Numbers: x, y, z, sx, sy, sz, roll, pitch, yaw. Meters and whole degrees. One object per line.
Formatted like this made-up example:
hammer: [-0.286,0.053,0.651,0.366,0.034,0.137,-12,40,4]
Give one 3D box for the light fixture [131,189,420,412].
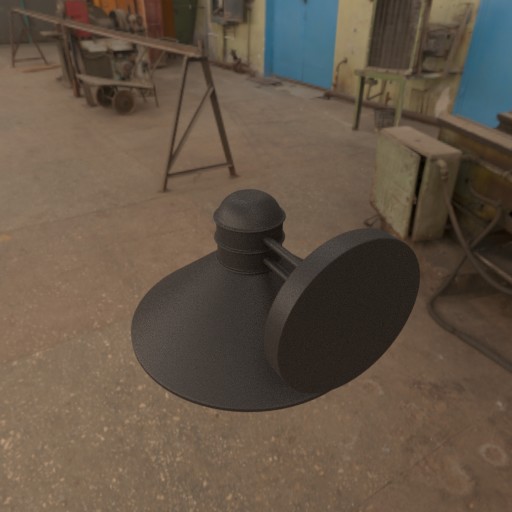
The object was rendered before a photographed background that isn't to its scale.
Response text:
light fixture: [0.000,0.000,0.675,0.396,0.265,0.434,-17,36,-26]
